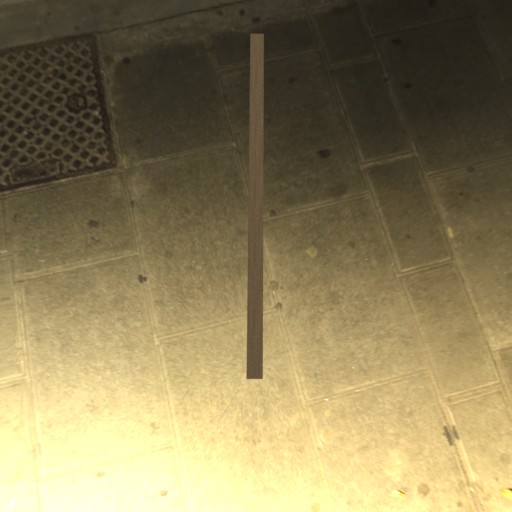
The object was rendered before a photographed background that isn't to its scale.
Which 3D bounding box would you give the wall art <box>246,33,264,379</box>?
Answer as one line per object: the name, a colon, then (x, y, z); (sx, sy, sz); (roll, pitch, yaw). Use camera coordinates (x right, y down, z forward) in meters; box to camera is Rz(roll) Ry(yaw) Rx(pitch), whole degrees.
wall art: (0.000, 0.000, 1.307); (0.027, 1.020, 0.669); (0, 76, 0)
